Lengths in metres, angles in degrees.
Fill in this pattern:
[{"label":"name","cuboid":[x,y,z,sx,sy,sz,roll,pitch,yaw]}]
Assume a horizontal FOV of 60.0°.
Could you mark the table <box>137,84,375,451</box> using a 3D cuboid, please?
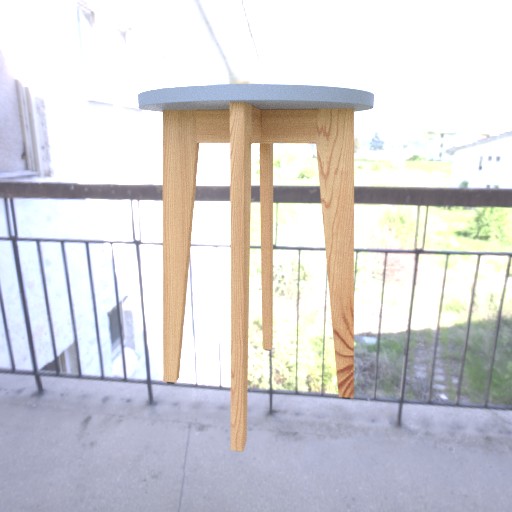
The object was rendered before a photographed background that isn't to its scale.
[{"label":"table","cuboid":[0.000,0.000,0.739,0.350,0.500,0.350,0,15,0]}]
